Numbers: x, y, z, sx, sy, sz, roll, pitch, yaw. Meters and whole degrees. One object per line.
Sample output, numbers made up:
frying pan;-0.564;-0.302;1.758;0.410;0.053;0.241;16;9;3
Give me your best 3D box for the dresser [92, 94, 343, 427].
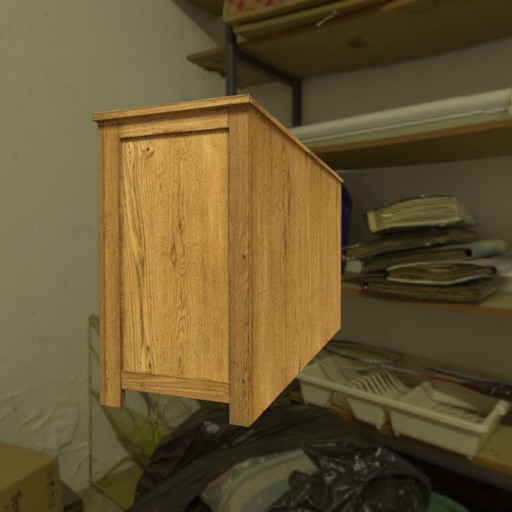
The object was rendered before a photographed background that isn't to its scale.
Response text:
dresser;0.000;0.000;2.099;0.563;0.932;1.657;0;1;20
